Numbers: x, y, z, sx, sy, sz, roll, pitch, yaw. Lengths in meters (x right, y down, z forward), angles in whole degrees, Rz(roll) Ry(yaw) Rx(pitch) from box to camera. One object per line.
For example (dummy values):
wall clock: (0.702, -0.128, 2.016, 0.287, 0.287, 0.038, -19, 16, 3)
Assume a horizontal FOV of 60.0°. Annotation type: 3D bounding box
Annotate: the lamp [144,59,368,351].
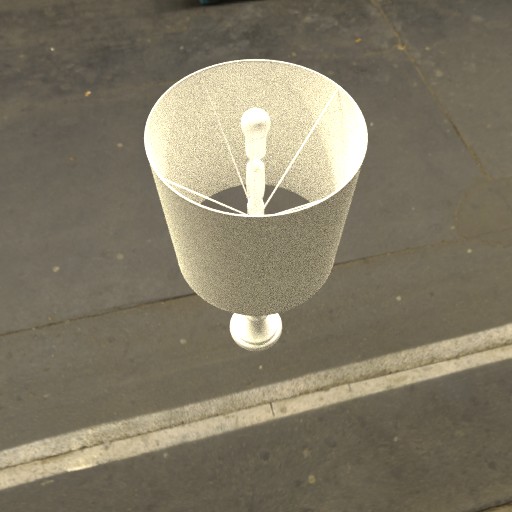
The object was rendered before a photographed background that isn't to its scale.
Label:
lamp: (0.000, 0.000, 0.736, 0.250, 0.597, 0.250, -31, 63, -18)
